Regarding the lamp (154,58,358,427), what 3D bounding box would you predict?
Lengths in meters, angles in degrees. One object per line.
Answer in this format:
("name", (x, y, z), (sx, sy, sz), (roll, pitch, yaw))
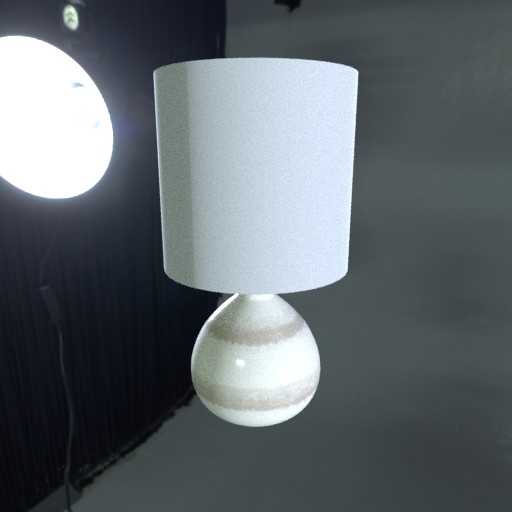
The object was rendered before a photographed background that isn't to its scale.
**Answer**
("lamp", (0.000, 0.000, 0.531), (0.217, 0.404, 0.217), (7, 16, 25))
